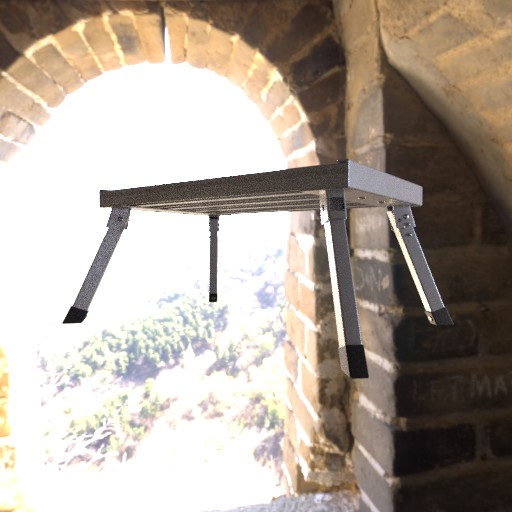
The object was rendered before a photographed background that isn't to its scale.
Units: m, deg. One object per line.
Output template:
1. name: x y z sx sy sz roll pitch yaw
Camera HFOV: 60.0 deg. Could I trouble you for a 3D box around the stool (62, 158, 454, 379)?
1. stool: 0.000 0.000 0.732 0.535 0.225 0.385 1 2 36
